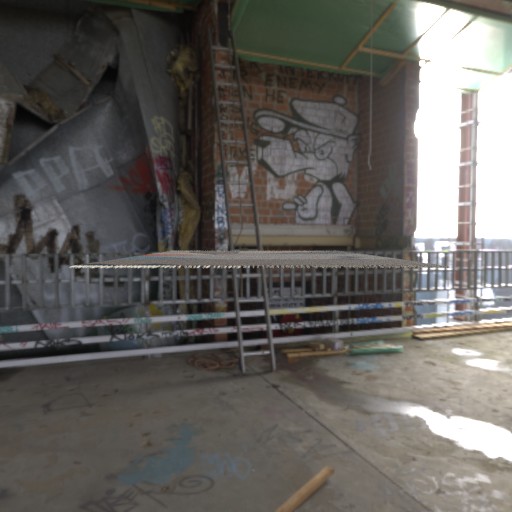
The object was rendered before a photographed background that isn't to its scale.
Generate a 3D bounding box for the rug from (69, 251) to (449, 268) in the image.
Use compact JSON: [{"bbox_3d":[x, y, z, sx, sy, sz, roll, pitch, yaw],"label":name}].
[{"bbox_3d":[0.000,0.000,2.301,1.220,0.005,1.828,0,2,0],"label":"rug"}]
